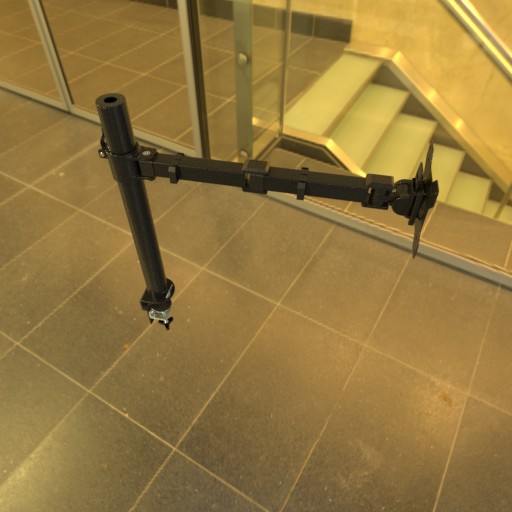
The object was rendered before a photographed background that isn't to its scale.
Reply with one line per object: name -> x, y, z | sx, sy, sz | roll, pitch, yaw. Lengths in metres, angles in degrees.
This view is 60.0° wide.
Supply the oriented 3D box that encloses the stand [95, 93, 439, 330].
stand -> 0.000, 0.000, 0.737 | 0.456, 0.510, 0.115 | 8, 47, 8
